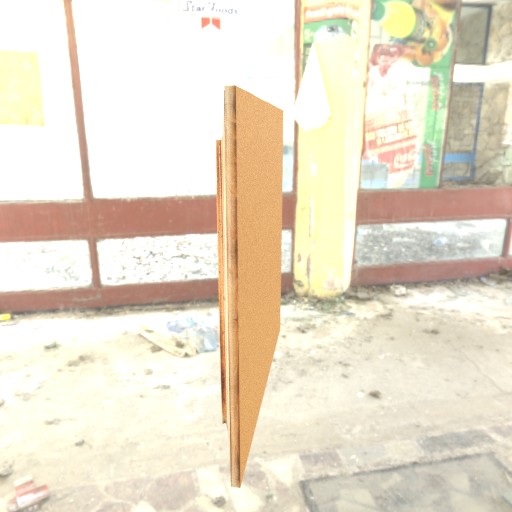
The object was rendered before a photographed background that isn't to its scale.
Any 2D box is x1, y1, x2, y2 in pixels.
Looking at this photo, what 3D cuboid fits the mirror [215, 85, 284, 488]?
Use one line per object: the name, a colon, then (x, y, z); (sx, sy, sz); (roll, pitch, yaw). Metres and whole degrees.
mirror: (0.000, 0.000, 1.224); (0.061, 0.804, 0.804); (2, 15, 9)
